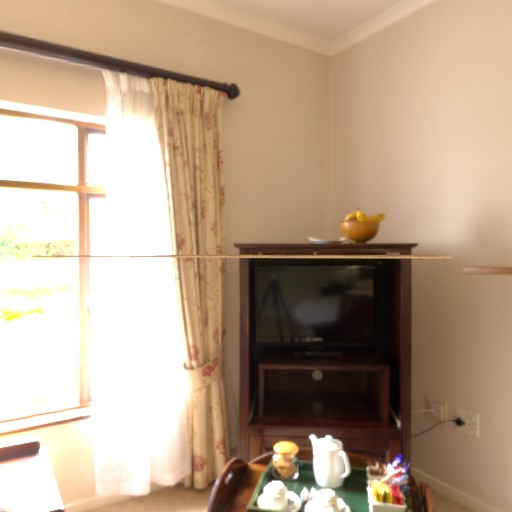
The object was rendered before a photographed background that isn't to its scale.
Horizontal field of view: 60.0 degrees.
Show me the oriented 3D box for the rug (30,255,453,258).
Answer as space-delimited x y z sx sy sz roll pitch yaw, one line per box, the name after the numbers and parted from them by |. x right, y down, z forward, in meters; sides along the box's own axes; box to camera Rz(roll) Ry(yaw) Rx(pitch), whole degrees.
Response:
0.000 0.000 2.956 2.284 0.008 1.522 0 0 18 | rug
